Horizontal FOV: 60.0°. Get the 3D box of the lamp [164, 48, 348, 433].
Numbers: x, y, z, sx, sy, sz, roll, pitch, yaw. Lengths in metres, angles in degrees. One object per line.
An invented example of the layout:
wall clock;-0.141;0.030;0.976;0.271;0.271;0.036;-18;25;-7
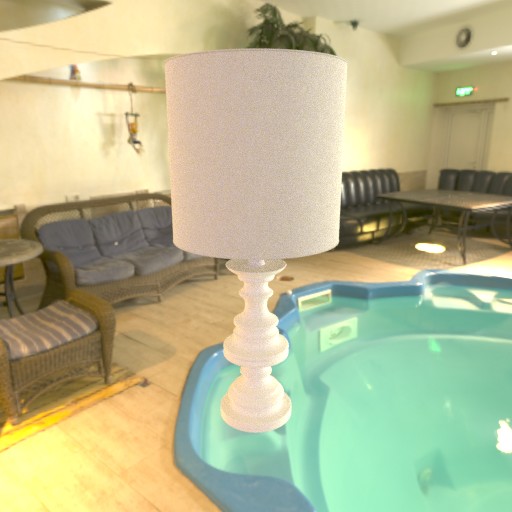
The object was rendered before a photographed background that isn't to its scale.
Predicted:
lamp;0.000;0.000;0.572;0.208;0.455;0.208;-14;20;-42
